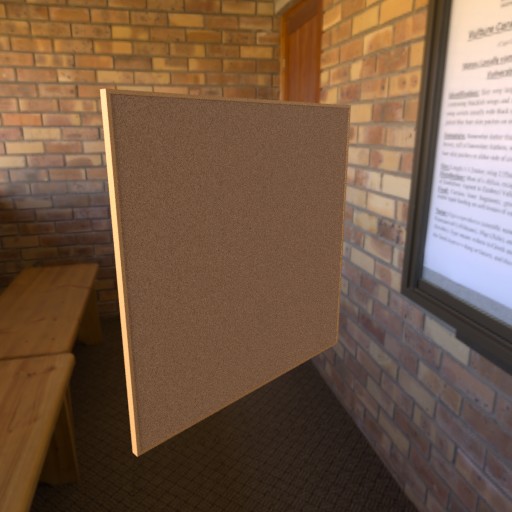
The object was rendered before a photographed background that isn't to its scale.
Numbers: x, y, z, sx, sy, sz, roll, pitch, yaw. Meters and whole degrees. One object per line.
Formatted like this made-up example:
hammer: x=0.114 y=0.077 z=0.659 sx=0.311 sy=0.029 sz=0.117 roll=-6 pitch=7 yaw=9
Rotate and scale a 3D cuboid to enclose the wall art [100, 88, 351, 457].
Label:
wall art: x=0.000 y=0.000 z=0.682 sx=0.013 sy=0.455 sz=0.457 roll=15 pitch=22 yaw=43
